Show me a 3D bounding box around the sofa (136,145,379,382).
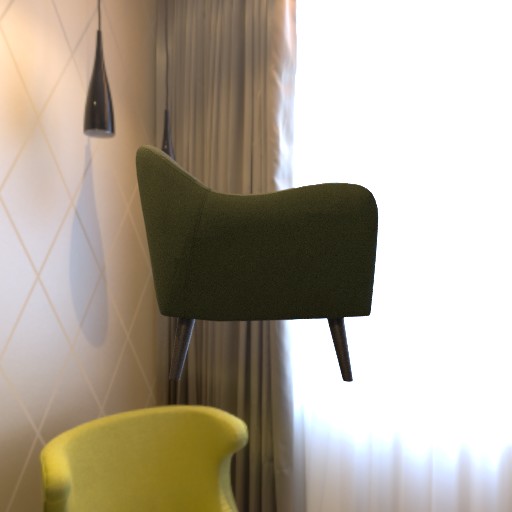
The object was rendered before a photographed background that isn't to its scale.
[{"bbox_3d":[0.000,0.000,2.272,0.820,0.836,1.840,0,1,1],"label":"sofa"}]
